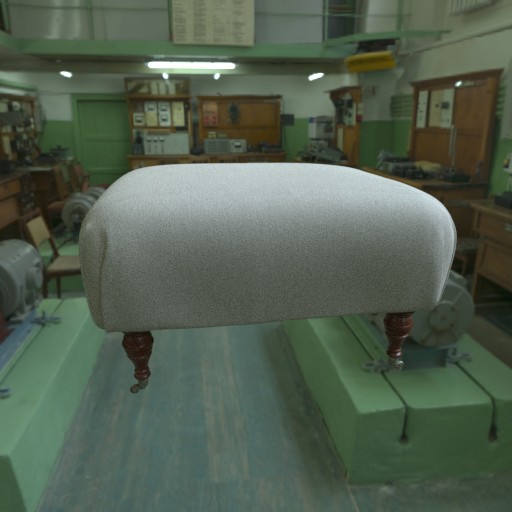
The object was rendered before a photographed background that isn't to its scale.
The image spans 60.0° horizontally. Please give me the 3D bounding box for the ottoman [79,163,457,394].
[{"bbox_3d":[0.000,0.000,1.129,0.746,0.450,0.639,-3,18,-9],"label":"ottoman"}]
